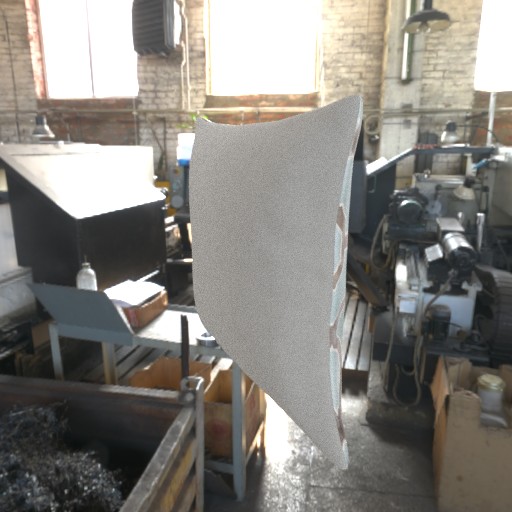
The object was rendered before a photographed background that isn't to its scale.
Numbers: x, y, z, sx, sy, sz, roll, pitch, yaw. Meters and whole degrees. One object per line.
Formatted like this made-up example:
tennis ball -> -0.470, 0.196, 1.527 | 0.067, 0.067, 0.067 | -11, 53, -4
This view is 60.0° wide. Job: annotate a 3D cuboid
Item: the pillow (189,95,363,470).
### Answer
pillow -> 0.000, 0.000, 0.805 | 0.166, 0.508, 0.552 | -7, 16, -26
